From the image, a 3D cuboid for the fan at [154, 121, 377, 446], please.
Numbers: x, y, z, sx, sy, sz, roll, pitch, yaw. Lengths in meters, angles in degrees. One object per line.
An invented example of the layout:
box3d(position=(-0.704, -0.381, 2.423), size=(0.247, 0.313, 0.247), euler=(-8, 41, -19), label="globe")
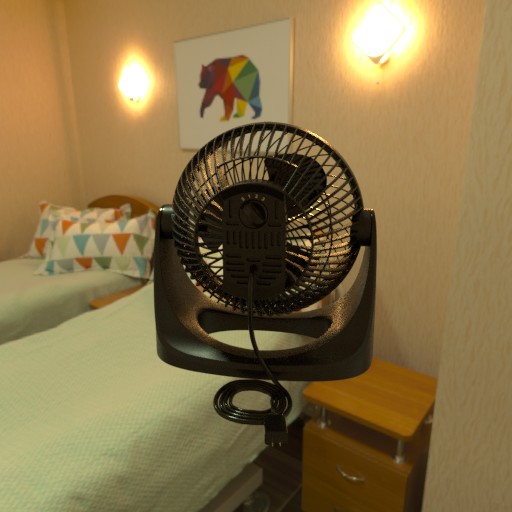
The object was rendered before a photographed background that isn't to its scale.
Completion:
box3d(position=(0.000, 0.000, 0.471), size=(0.273, 0.277, 0.256), euler=(2, 16, 8), label="fan")
